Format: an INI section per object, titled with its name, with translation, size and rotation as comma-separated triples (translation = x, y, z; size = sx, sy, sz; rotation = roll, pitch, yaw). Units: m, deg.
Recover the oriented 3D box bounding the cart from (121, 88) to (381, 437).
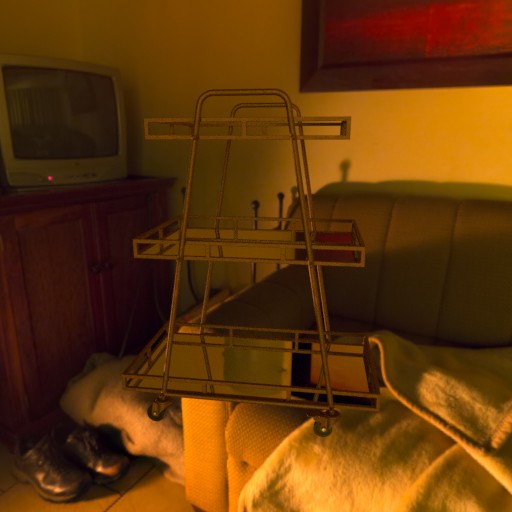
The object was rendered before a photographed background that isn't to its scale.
[cart]
translation = 0.000, 0.000, 1.303
size = 0.711, 0.883, 0.441
rotation = 2, 15, 8
